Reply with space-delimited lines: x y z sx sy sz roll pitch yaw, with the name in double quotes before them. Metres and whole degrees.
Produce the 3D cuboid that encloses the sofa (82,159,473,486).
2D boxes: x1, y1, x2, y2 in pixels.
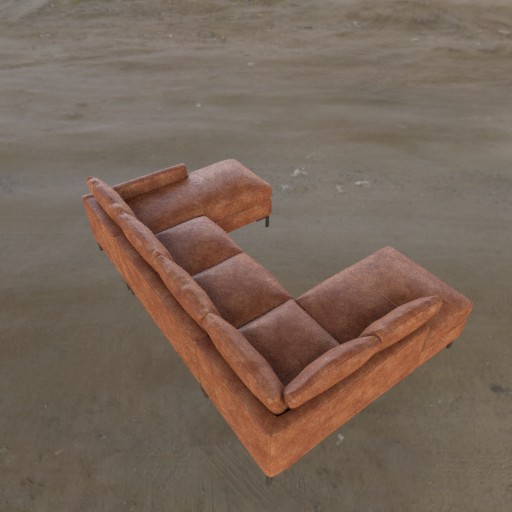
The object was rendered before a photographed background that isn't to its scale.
"sofa" 0.000 0.000 3.830 1.939 0.900 2.956 -26 48 -26
